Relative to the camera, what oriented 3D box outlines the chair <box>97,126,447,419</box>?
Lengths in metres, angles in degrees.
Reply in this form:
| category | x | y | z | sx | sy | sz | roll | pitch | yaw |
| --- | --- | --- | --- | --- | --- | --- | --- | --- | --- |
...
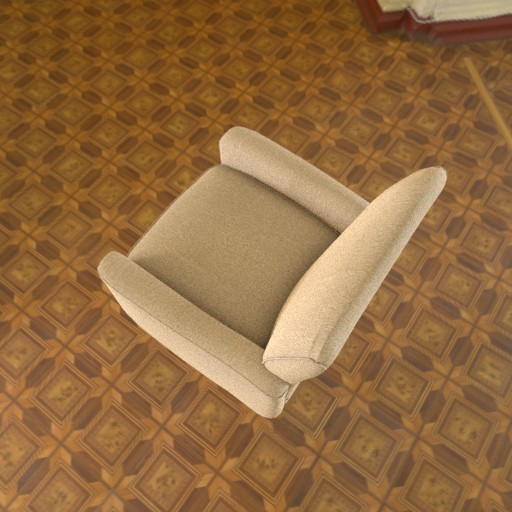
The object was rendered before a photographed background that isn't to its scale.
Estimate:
| category | x | y | z | sx | sy | sz | roll | pitch | yaw |
| --- | --- | --- | --- | --- | --- | --- | --- | --- | --- |
| chair | 0.000 | 0.000 | 1.627 | 0.864 | 1.014 | 0.848 | 32 | 67 | 15 |
